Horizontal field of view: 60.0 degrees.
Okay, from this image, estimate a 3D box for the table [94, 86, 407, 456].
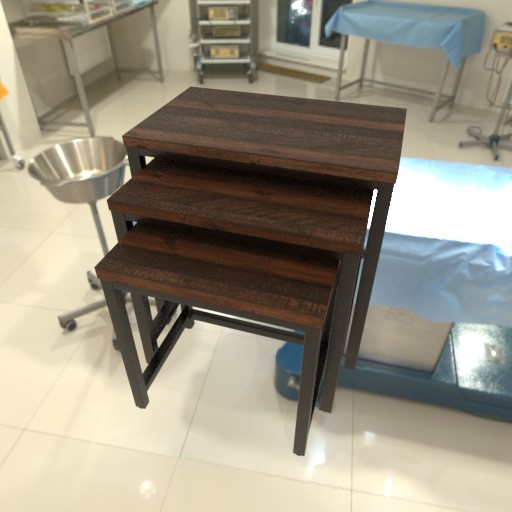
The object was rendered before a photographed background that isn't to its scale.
[{"bbox_3d":[0.000,0.000,1.154,0.608,0.616,0.660,11,39,14],"label":"table"}]
